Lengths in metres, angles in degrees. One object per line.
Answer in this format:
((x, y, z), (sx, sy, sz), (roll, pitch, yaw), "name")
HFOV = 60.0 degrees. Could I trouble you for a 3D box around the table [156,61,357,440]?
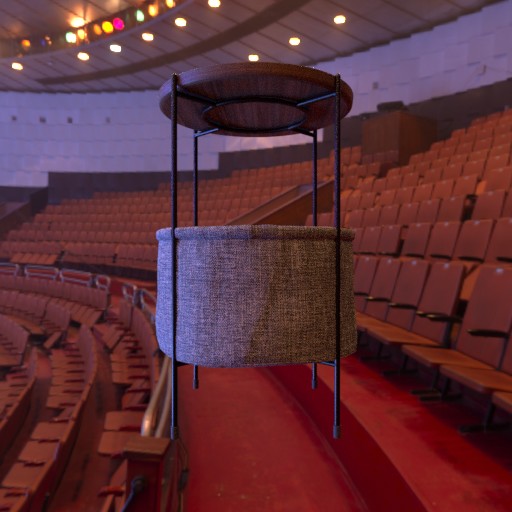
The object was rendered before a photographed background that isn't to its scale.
((0.000, 0.000, 0.899), (0.400, 0.623, 0.400), (0, 1, 0), "table")
